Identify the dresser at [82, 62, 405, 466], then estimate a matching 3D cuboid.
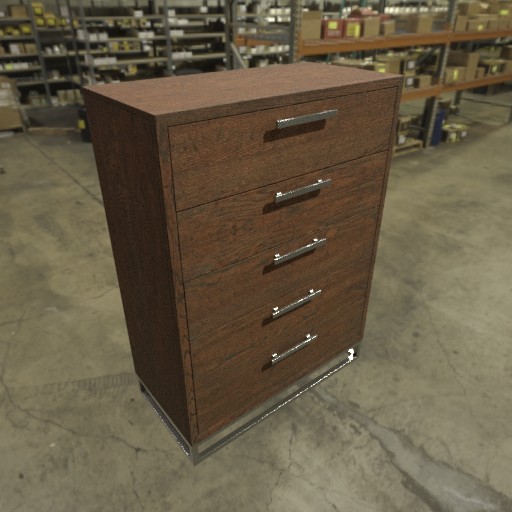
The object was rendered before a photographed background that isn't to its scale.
[{"bbox_3d":[0.000,0.000,1.778,0.965,1.321,0.508,-22,37,-32],"label":"dresser"}]
